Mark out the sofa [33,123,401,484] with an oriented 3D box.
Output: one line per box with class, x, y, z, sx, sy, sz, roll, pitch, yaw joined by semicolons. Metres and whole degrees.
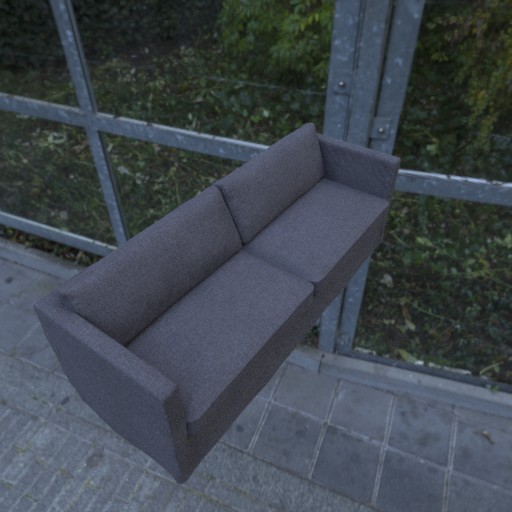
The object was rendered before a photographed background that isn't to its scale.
sofa;0.000;0.000;3.229;1.036;0.998;2.779;25;47;26
